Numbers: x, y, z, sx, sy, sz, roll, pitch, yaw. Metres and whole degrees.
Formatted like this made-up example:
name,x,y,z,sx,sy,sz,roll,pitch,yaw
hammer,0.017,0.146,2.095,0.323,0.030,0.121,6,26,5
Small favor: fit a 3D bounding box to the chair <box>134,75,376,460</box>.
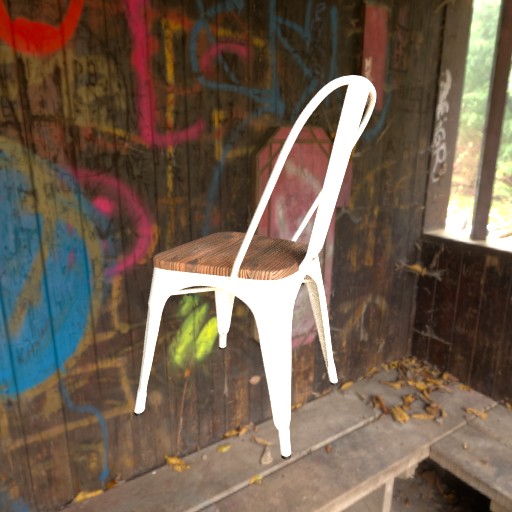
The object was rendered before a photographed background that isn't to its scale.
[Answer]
name,x,y,z,sx,sy,sz,roll,pitch,yaw
chair,0.000,0.000,1.165,0.521,0.851,0.452,8,18,27
